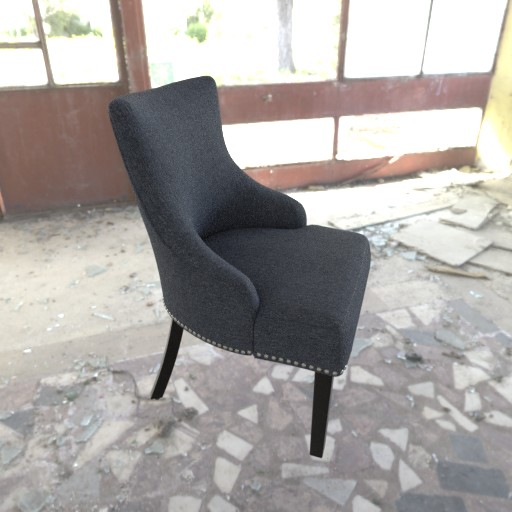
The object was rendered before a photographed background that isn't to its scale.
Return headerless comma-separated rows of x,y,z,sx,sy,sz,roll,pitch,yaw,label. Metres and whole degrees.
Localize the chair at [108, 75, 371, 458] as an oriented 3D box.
0.000,0.000,1.279,0.629,0.909,0.566,9,30,16,chair
